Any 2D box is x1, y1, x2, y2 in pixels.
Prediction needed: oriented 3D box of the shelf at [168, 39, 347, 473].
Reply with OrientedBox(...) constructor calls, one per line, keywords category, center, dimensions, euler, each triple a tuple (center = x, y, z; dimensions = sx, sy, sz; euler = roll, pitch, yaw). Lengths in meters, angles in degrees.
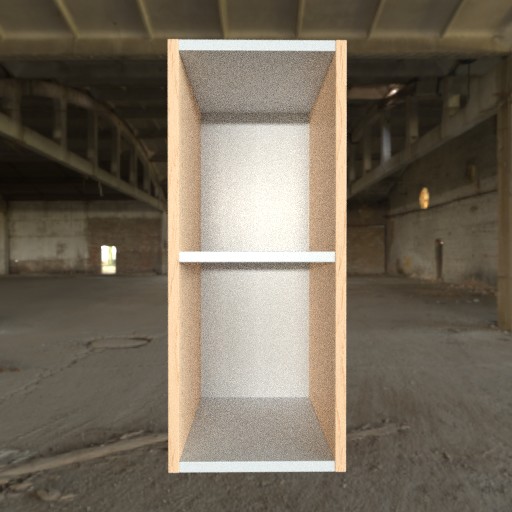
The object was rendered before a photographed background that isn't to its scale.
OrientedBox(category="shelf", center=(0.000, 0.000, 0.759), dimensions=(0.250, 0.600, 0.290), euler=(0, 0, -1))
